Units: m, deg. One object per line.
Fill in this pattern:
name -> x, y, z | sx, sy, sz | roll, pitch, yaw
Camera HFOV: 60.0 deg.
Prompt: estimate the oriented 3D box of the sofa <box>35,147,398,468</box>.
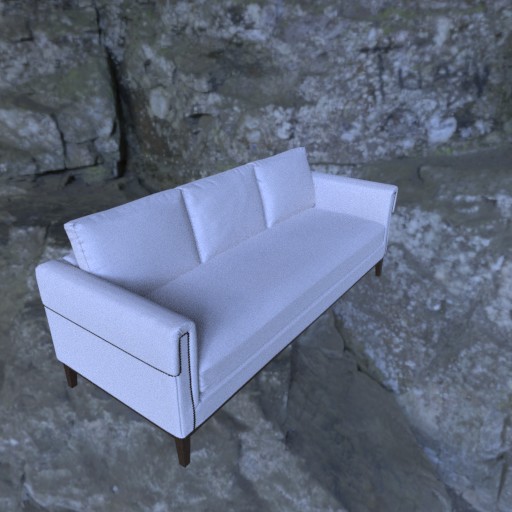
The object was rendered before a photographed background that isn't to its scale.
sofa -> 0.000, 0.000, 2.638 | 0.902, 0.911, 2.198 | 17, 31, 32
